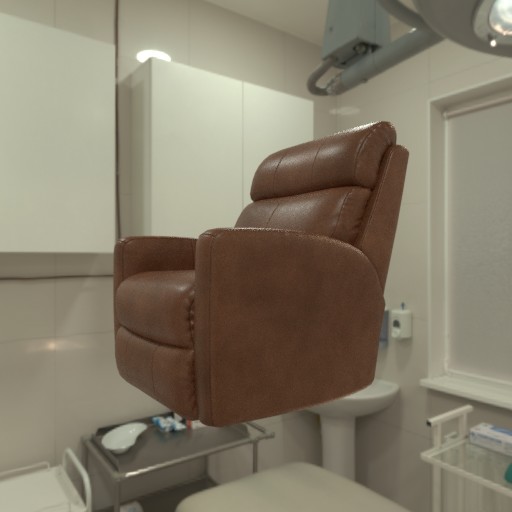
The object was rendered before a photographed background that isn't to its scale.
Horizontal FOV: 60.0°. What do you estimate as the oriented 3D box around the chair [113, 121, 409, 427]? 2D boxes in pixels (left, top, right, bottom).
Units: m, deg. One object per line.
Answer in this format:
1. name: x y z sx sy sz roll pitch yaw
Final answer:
1. chair: 0.000 0.000 1.696 0.939 1.016 0.787 0 0 -36
